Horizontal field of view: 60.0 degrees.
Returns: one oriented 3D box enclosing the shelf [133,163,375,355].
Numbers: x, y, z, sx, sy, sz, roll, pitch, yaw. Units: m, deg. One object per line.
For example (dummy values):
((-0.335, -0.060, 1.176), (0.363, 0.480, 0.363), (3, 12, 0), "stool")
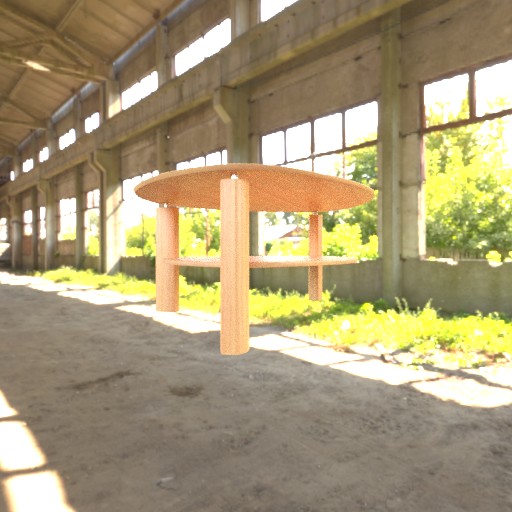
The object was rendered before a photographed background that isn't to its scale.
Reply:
((0.000, 0.000, 1.637), (0.845, 0.440, 1.246), (0, 1, 17), "shelf")
